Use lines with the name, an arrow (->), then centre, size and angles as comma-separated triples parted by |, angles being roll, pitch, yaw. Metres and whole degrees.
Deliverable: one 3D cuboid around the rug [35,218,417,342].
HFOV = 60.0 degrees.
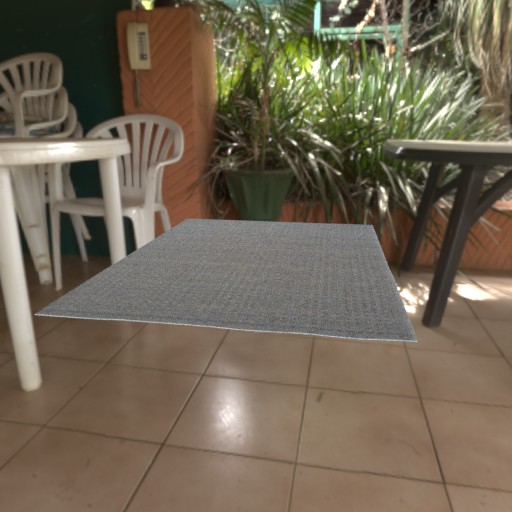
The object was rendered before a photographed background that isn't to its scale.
rug -> 0.000, 0.000, 4.252 | 2.443, 0.007, 3.200 | 3, 17, 9
